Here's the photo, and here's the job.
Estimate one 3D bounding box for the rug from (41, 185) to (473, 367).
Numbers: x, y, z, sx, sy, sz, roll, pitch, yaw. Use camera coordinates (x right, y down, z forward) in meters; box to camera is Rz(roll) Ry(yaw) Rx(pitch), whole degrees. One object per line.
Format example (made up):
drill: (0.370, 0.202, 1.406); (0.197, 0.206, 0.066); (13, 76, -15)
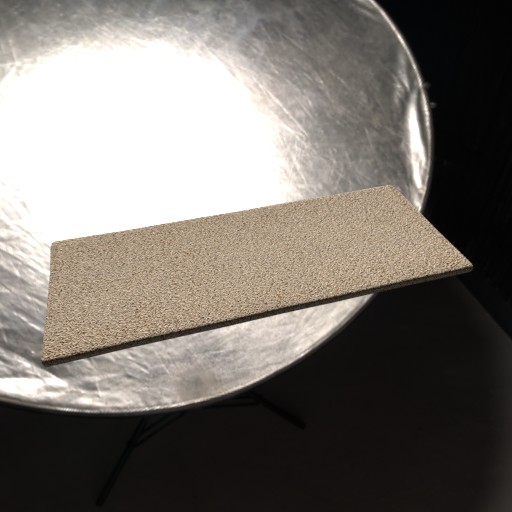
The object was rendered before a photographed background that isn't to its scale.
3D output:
rug: (0.000, 0.000, 1.714); (1.524, 0.030, 0.609); (-11, 42, -12)
